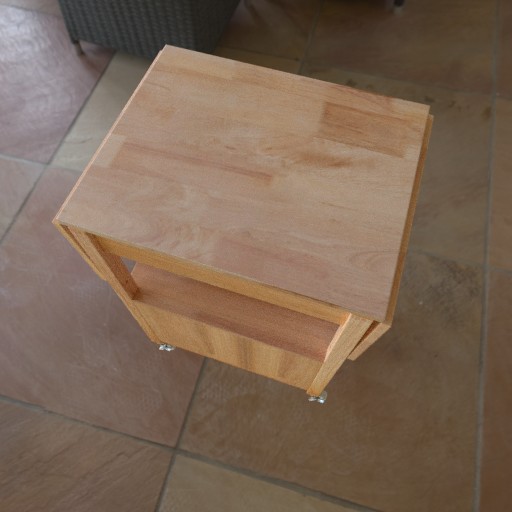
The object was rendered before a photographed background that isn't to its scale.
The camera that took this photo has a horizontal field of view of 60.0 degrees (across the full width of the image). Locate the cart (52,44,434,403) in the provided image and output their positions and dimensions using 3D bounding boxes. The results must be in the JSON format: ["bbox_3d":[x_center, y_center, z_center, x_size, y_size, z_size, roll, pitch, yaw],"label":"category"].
[{"bbox_3d":[0.000,0.000,1.244,0.640,0.838,0.508,17,64,8],"label":"cart"}]
